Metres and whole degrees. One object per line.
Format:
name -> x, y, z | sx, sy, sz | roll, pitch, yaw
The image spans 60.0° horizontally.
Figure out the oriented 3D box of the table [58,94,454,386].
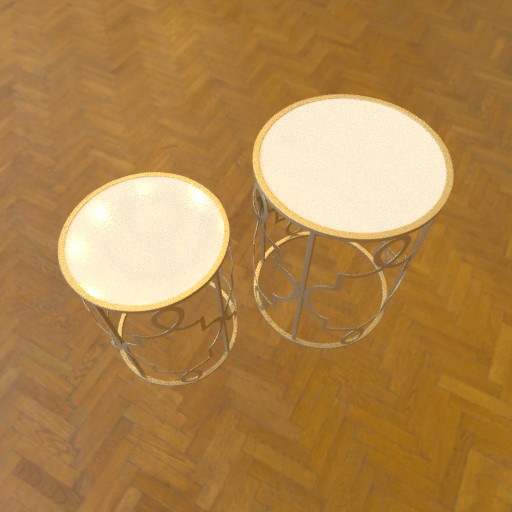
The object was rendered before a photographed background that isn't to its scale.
table -> 0.000, 0.000, 1.141 | 0.846, 0.564, 0.420 | -15, 58, -10
